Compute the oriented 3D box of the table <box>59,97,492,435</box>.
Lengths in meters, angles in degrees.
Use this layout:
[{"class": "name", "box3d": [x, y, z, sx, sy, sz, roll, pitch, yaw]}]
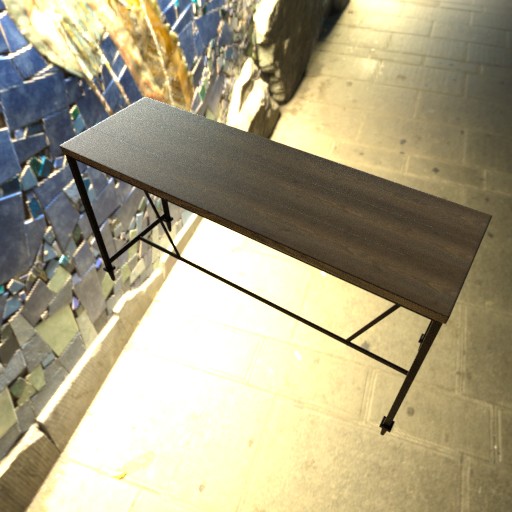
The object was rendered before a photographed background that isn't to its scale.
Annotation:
[{"class": "table", "box3d": [0.000, 0.000, 2.094, 1.700, 0.902, 0.551, 25, 51, 22]}]
